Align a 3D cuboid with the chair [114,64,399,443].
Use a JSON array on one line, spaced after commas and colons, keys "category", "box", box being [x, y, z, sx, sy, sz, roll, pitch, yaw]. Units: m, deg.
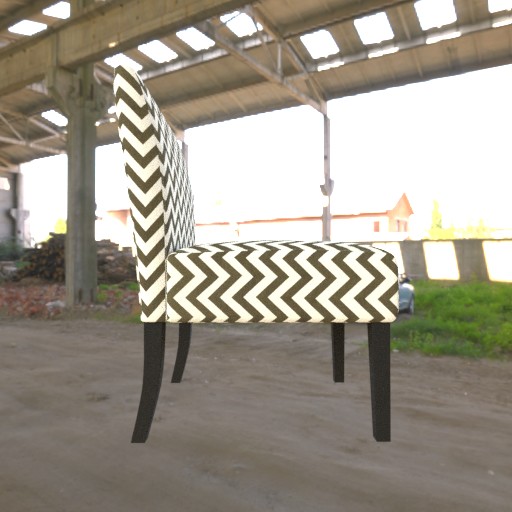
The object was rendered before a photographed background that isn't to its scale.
[{"category": "chair", "box": [0.000, 0.000, 1.254, 0.648, 0.838, 0.589, 0, -1, -1]}]
